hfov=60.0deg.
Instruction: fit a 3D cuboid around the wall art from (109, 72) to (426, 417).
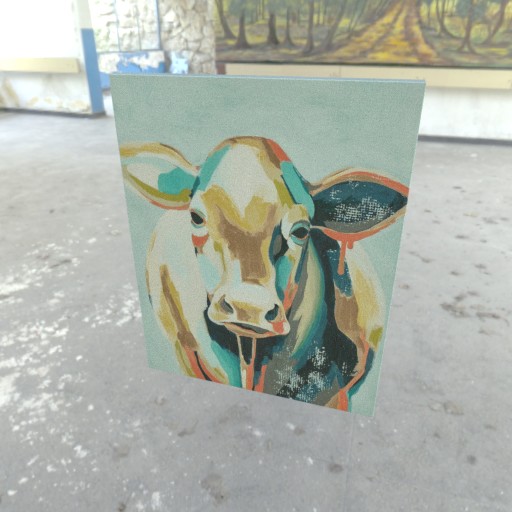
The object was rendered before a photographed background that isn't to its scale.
[{"bbox_3d":[0.000,0.000,0.677,0.409,0.509,0.037,8,28,15],"label":"wall art"}]
